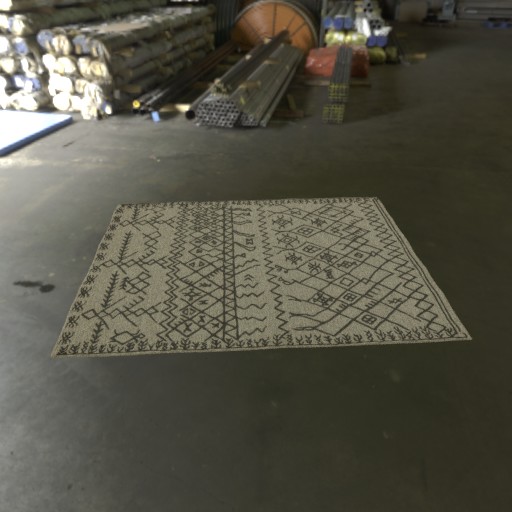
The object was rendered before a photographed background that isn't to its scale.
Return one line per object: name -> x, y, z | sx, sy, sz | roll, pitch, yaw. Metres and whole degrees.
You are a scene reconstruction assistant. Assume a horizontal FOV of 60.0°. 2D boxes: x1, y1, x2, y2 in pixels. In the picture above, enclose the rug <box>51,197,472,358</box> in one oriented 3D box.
rug -> 0.000, 0.000, 3.362 | 2.455, 0.025, 1.964 | -2, 33, -3
